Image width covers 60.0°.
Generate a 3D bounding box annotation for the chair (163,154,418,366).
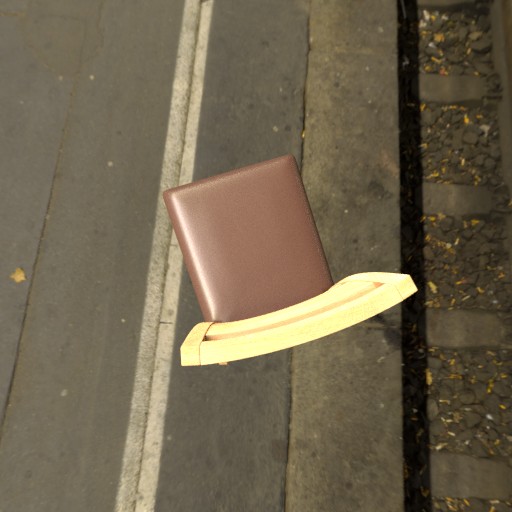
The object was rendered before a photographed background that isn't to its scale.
[{"bbox_3d":[0.000,0.000,1.218,0.420,0.940,0.545,-17,76,-4],"label":"chair"}]
